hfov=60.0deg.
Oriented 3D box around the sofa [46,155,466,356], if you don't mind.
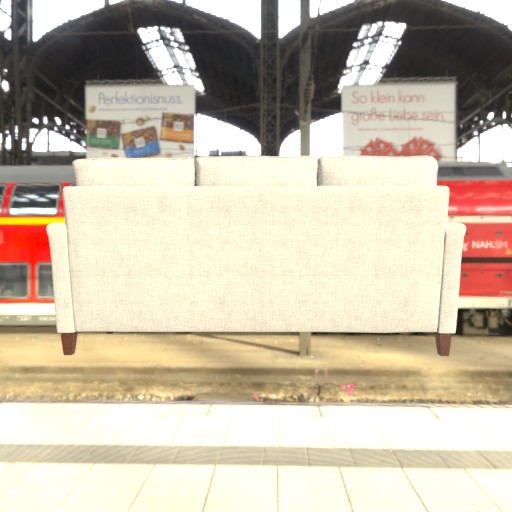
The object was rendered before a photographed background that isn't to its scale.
[{"bbox_3d":[0.000,0.000,2.395,1.925,0.959,0.828,0,0,1],"label":"sofa"}]
